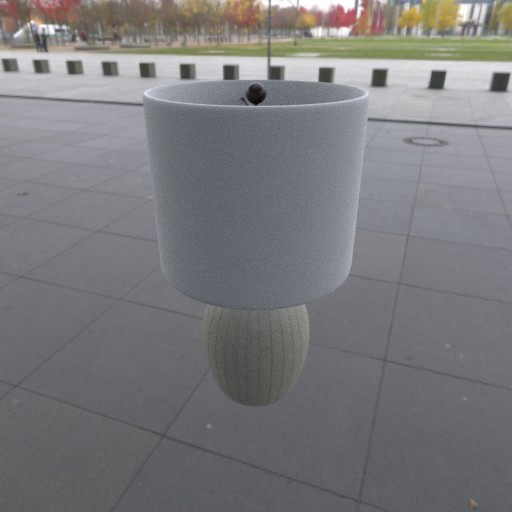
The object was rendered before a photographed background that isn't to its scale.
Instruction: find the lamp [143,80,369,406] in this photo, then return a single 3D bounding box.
[{"bbox_3d":[0.000,0.000,0.778,0.329,0.570,0.329,18,32,32],"label":"lamp"}]
